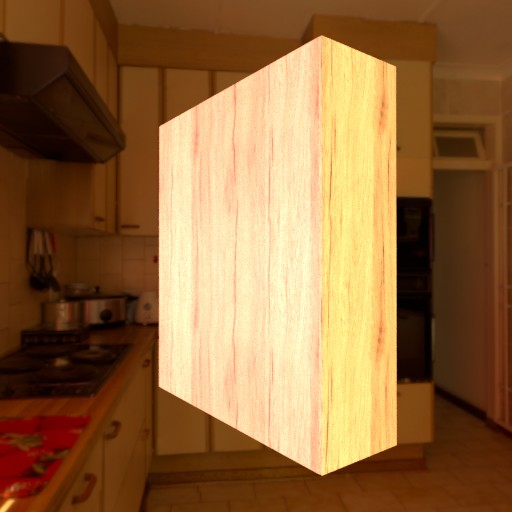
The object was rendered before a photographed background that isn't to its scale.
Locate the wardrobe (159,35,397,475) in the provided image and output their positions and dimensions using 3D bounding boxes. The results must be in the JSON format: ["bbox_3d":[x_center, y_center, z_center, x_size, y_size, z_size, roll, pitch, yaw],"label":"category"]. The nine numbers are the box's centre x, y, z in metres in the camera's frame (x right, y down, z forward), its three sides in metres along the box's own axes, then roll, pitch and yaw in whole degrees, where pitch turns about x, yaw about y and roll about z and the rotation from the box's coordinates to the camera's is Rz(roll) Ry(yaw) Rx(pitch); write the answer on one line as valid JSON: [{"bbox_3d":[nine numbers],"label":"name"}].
[{"bbox_3d":[0.000,0.000,2.979,0.580,2.070,1.810,0,0,-37],"label":"wardrobe"}]
